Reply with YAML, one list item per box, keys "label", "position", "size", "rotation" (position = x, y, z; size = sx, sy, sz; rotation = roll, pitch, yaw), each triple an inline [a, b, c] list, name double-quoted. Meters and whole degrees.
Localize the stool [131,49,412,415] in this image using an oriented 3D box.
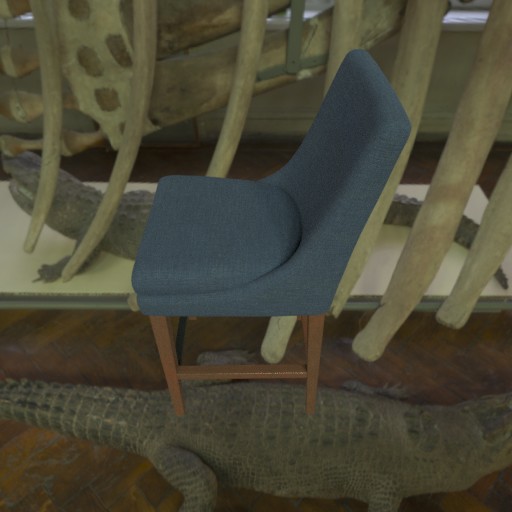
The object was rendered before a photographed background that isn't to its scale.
- label: "stool"
  position: [0.000, 0.000, 1.237]
  size: [0.577, 0.981, 0.470]
  rotation: [0, 42, 0]
